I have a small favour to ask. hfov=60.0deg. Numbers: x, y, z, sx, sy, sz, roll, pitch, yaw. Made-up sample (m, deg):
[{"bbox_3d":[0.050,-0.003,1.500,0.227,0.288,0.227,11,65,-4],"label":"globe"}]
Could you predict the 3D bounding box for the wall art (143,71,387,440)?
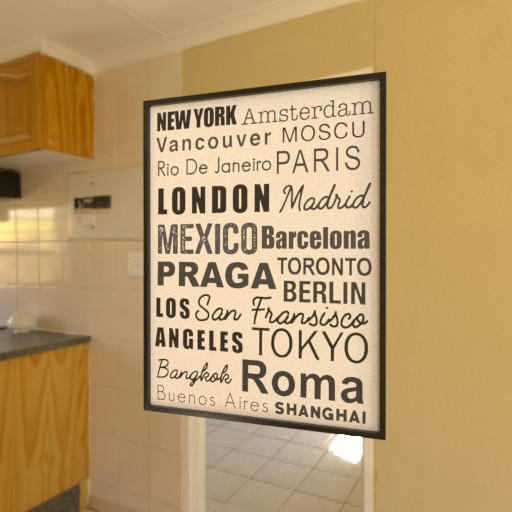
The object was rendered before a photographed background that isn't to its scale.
[{"bbox_3d":[0.000,0.000,1.398,0.788,1.046,0.043,0,0,18],"label":"wall art"}]
